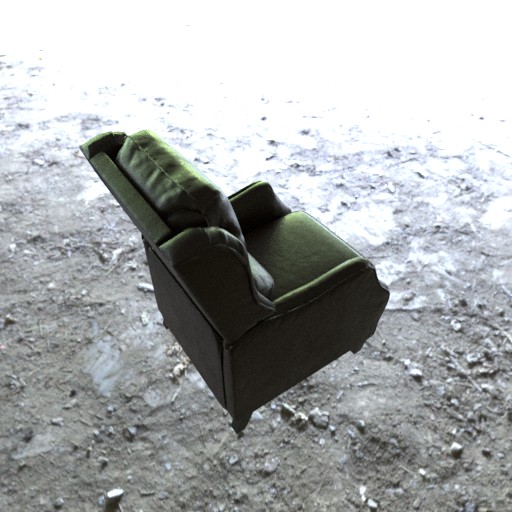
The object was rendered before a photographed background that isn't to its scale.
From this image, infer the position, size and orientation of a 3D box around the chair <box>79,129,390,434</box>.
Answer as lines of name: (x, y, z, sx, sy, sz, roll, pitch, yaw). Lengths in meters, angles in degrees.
chair: (0.000, 0.000, 1.831, 0.982, 1.132, 0.770, -25, 48, -25)
